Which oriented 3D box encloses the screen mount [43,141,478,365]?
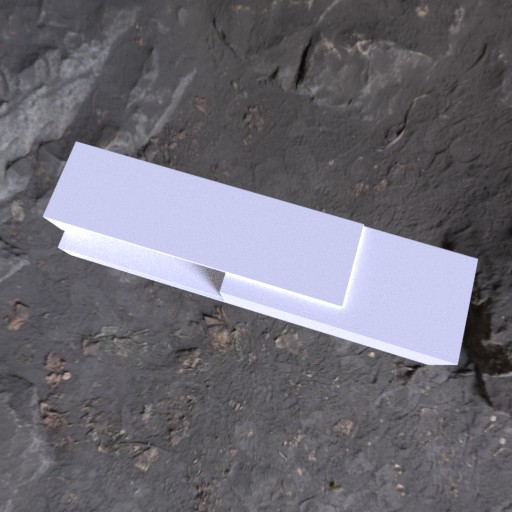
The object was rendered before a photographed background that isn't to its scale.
[{"bbox_3d":[0.000,0.000,1.874,1.680,0.320,0.420,17,77,4],"label":"screen mount"}]
